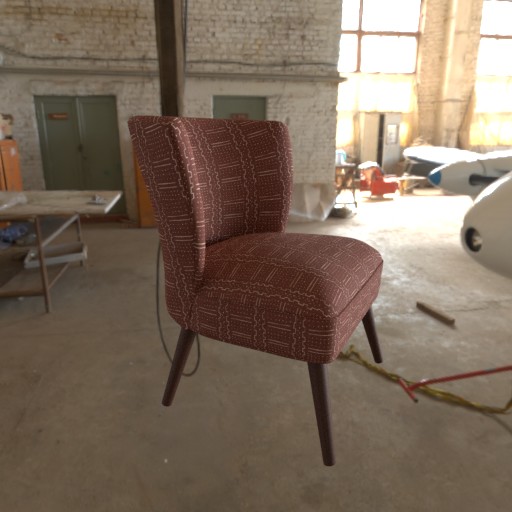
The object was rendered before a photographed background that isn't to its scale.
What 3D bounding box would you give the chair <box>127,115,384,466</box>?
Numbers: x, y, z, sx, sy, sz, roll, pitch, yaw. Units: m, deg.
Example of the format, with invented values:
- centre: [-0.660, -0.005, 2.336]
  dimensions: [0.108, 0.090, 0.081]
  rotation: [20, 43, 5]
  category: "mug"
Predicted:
- centre: [0.000, 0.000, 1.428]
  dimensions: [0.758, 0.866, 0.706]
  rotation: [8, 18, 26]
  category: "chair"
